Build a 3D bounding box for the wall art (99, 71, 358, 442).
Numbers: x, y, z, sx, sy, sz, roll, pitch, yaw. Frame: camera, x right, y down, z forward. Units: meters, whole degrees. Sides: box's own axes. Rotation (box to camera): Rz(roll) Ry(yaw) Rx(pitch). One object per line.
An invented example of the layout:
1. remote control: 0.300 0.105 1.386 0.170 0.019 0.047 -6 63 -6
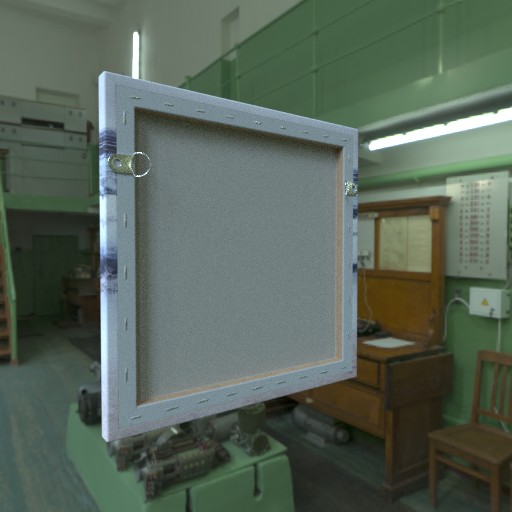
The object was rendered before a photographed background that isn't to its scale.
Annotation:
1. wall art: 0.000 0.000 1.115 0.755 0.747 0.065 -1 2 -36
